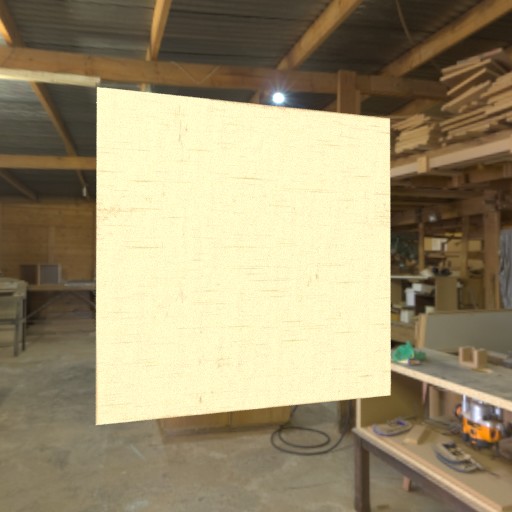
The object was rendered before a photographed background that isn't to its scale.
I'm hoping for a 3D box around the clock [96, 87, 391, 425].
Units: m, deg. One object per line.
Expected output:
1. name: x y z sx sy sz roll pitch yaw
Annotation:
1. clock: 0.000 0.000 1.041 0.705 0.705 0.032 0 -1 -17
